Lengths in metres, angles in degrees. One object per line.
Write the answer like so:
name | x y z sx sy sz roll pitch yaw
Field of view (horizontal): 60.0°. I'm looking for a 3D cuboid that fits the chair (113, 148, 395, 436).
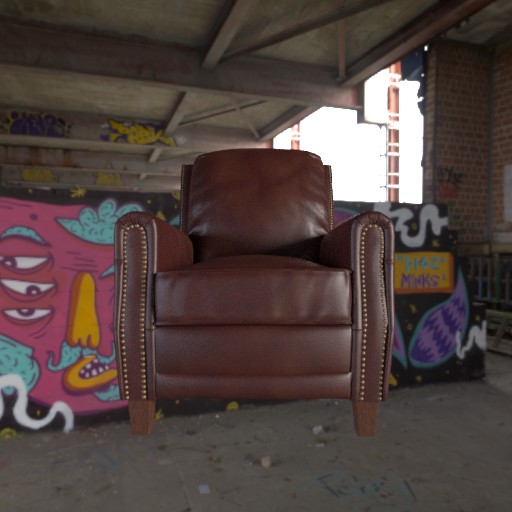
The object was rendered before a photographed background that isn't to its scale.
chair | 0.000 0.000 1.743 0.826 1.022 1.089 0 1 1
